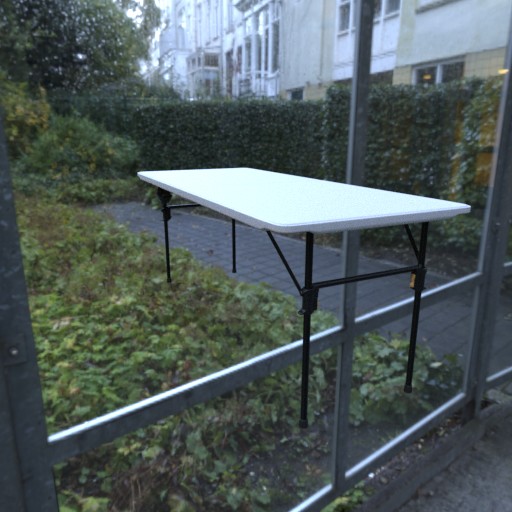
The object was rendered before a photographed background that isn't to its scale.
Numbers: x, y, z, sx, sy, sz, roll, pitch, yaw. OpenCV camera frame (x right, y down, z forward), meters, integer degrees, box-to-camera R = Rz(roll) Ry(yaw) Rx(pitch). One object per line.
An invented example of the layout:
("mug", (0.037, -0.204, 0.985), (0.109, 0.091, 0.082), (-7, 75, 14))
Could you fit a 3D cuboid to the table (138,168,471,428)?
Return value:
("table", (0.000, 0.000, 2.216), (0.761, 0.719, 1.829), (-8, 17, -25))
